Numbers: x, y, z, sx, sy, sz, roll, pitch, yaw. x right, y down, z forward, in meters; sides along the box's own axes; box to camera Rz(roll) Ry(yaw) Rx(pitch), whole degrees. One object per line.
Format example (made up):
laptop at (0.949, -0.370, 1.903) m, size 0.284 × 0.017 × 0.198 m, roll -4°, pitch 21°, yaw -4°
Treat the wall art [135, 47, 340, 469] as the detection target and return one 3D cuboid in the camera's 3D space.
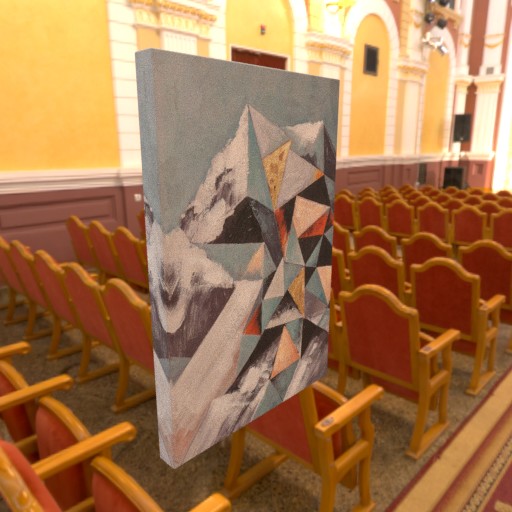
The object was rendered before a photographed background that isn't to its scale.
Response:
wall art at (0.000, 0.000, 1.153) m, size 0.061 × 0.911 × 0.609 m, roll 14°, pitch 20°, yaw 43°
